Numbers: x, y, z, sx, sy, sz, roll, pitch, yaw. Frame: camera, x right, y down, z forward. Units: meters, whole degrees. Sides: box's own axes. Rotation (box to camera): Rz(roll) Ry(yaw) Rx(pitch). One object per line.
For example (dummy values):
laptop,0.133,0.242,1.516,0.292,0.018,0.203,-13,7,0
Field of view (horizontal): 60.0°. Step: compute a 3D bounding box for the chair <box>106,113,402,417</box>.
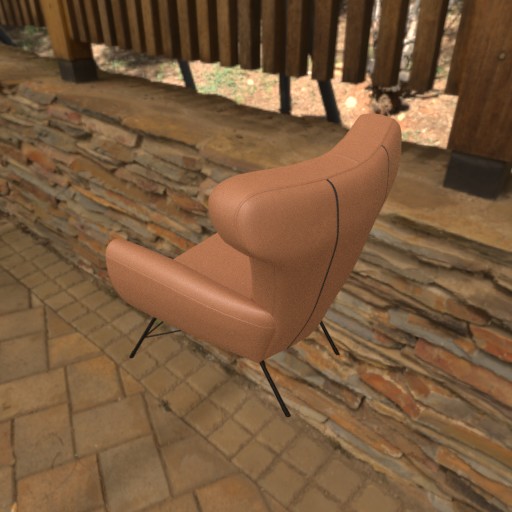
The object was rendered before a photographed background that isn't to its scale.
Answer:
chair,0.000,0.000,1.812,0.900,1.050,0.980,21,38,30
